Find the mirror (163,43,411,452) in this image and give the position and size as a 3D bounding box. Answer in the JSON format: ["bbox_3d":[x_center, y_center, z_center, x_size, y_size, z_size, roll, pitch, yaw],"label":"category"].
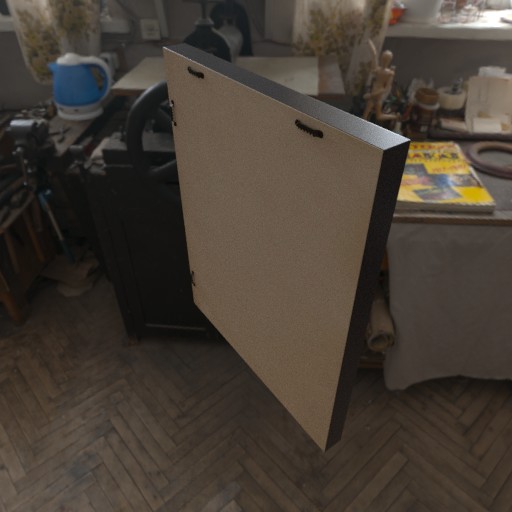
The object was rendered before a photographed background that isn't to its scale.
[{"bbox_3d":[0.000,0.000,0.664,0.041,0.508,0.405,-25,45,-27],"label":"mirror"}]
